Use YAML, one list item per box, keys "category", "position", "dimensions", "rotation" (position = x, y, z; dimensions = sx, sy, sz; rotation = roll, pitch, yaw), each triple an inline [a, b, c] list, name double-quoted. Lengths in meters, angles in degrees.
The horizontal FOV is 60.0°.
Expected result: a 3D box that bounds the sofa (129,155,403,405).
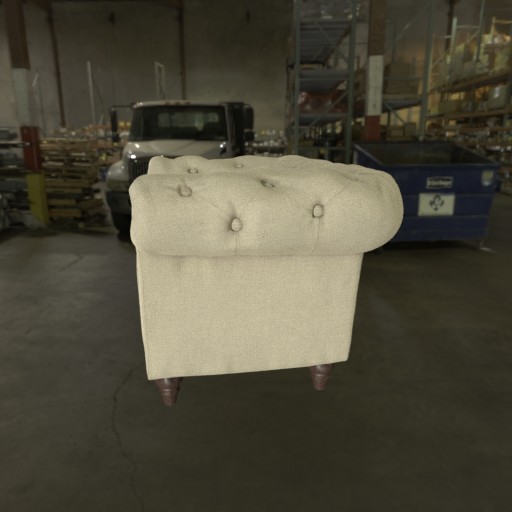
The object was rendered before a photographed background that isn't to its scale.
- category: "sofa"
  position: [0.000, 0.000, 2.046]
  dimensions: [1.034, 0.878, 1.405]
  rotation: [-3, 15, -10]
